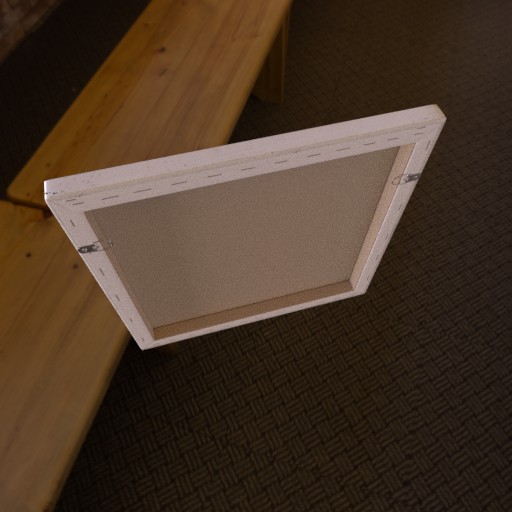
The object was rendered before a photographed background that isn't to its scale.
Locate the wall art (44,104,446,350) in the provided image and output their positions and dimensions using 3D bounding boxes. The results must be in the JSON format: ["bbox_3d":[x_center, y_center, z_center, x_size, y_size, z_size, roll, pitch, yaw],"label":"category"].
[{"bbox_3d":[0.000,0.000,0.915,0.610,0.611,0.040,-13,60,-8],"label":"wall art"}]
